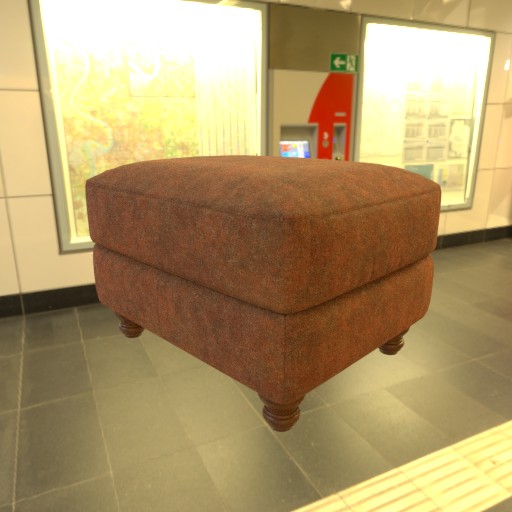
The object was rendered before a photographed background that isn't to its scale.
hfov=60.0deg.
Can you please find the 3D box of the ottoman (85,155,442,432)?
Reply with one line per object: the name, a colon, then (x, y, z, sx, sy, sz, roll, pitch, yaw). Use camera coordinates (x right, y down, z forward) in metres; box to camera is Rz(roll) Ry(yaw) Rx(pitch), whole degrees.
ottoman: (0.000, 0.000, 1.180, 0.787, 0.508, 0.635, 16, 22, 43)
